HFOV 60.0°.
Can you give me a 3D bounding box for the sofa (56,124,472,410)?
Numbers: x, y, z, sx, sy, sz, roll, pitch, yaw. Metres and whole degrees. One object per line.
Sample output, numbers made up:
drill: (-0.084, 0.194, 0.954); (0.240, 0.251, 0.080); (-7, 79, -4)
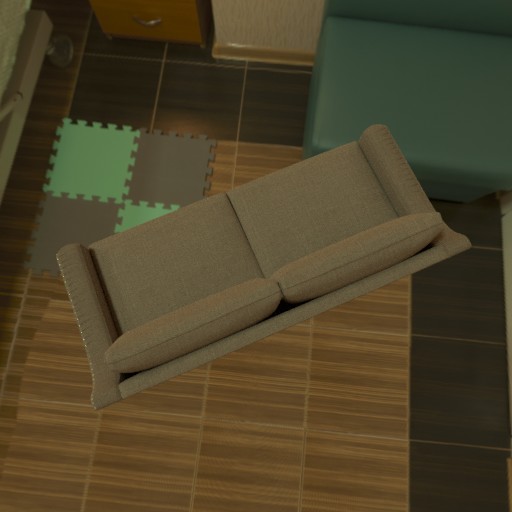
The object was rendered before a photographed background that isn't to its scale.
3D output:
sofa: (0.000, 0.000, 2.738); (2.208, 0.857, 1.000); (-22, 76, -6)
